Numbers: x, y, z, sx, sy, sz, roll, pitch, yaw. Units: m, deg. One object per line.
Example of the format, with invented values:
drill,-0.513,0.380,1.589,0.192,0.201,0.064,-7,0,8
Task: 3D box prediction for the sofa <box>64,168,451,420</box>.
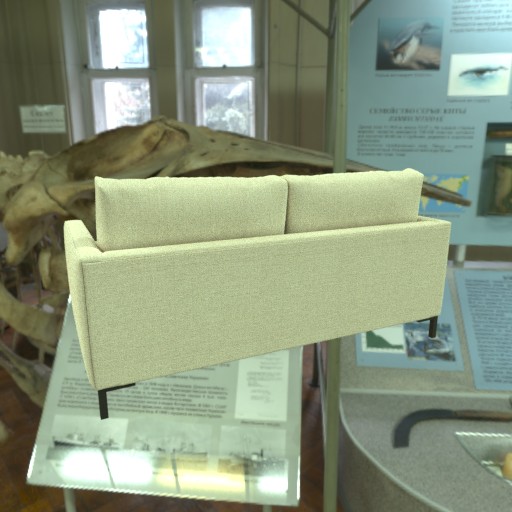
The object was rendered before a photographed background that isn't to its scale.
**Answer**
sofa,0.000,0.000,2.112,1.651,0.812,0.839,-7,15,-25
